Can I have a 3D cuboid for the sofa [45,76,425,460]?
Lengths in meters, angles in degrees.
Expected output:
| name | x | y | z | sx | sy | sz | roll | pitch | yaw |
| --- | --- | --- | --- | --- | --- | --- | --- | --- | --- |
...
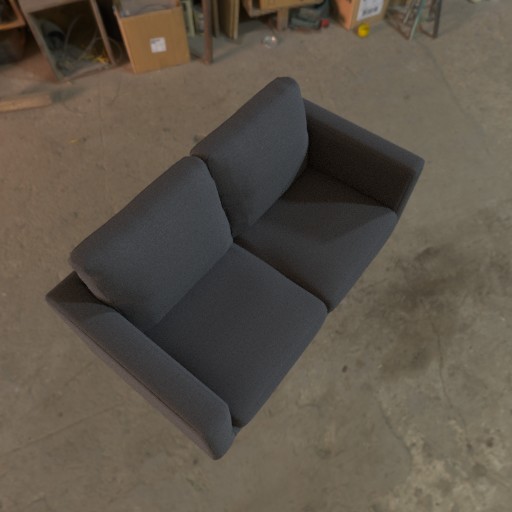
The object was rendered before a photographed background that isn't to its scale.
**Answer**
| name | x | y | z | sx | sy | sz | roll | pitch | yaw |
| --- | --- | --- | --- | --- | --- | --- | --- | --- | --- |
| sofa | 0.000 | 0.000 | 1.914 | 0.796 | 0.908 | 1.430 | 34 | 65 | 19 |
